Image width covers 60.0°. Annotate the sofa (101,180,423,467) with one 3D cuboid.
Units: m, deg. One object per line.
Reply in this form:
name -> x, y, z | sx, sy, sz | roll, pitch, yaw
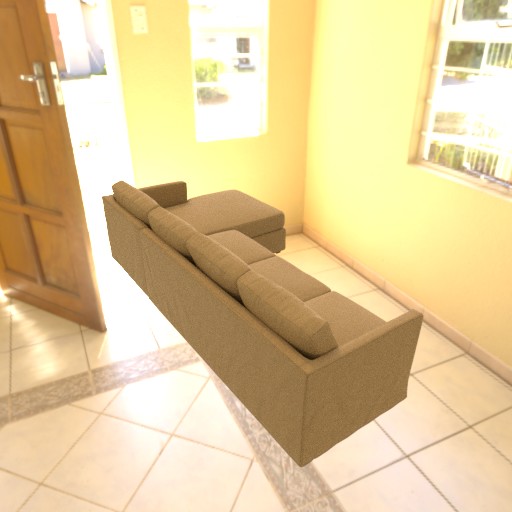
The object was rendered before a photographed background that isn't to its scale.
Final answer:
sofa -> 0.000, 0.000, 3.846 | 1.622, 0.867, 3.177 | -18, 32, -31
